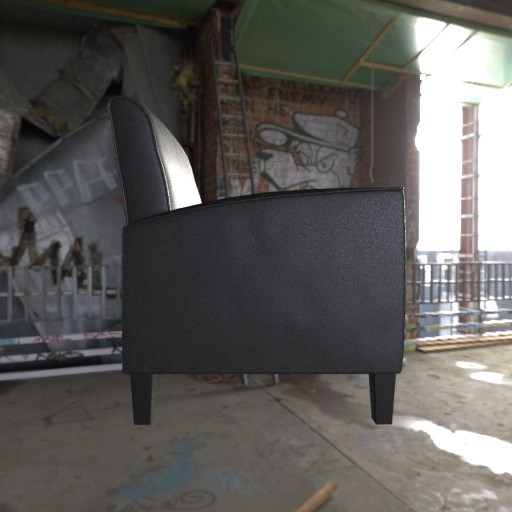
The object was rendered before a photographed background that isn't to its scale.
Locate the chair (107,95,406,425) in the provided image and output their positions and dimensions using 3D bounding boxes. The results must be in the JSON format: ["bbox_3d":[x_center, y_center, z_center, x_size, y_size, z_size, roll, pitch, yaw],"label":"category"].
[{"bbox_3d":[0.000,0.000,1.581,0.819,0.916,0.820,0,1,0],"label":"chair"}]
